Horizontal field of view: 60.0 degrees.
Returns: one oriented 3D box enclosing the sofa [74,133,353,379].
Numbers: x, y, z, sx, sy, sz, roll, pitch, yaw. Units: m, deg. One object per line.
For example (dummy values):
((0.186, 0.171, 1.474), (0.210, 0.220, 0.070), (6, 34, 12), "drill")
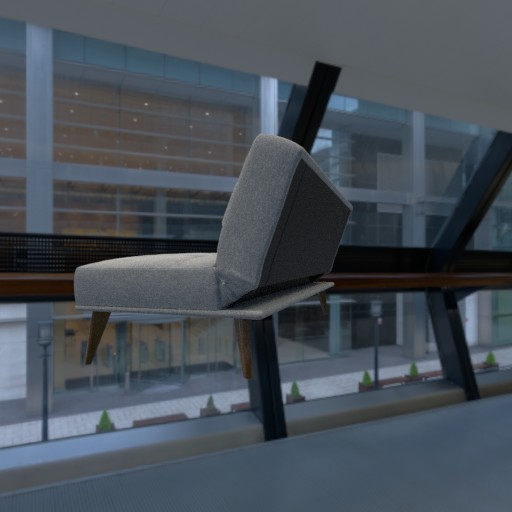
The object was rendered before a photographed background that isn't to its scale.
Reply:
((0.000, 0.000, 2.359), (0.860, 0.810, 1.800), (0, 0, 17), "sofa")
